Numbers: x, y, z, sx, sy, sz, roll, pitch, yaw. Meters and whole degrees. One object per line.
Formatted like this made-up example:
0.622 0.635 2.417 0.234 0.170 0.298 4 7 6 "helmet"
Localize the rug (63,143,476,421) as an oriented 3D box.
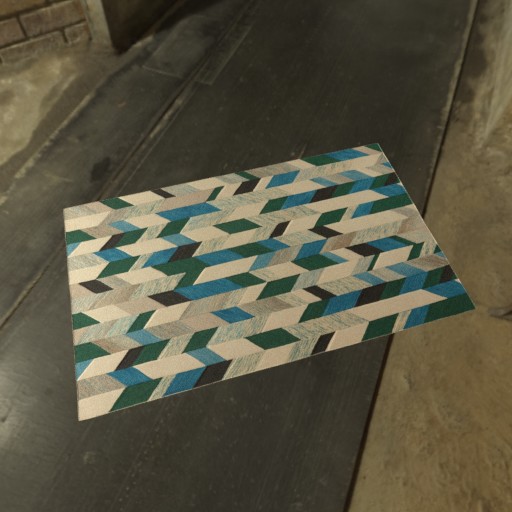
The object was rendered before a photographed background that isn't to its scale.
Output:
0.000 0.000 2.959 2.433 0.007 1.507 -14 60 -8 "rug"
